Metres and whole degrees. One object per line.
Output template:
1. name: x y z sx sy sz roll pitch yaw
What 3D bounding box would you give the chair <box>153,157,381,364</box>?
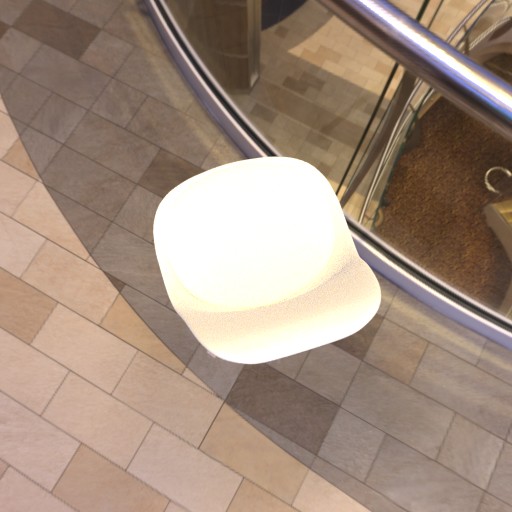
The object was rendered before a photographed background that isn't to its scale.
1. chair: 0.000 0.000 1.172 0.485 0.850 0.550 -16 76 -4
